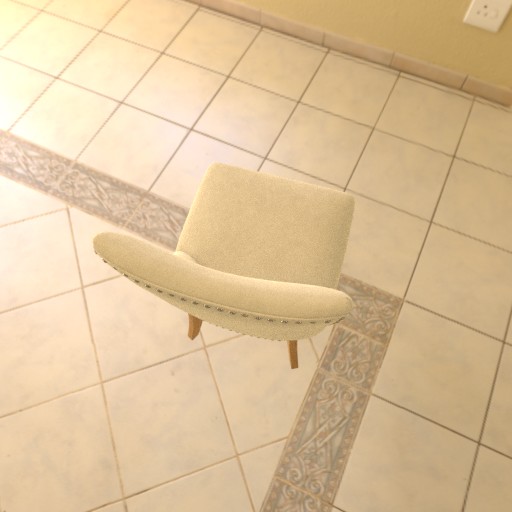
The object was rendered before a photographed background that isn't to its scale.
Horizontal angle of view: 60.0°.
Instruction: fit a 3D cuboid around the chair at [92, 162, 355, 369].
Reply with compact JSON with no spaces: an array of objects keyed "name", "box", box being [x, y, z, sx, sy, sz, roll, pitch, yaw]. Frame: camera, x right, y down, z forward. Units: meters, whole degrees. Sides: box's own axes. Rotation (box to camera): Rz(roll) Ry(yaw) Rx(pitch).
[{"name":"chair","box":[0.000,0.000,1.260,0.495,0.902,0.610,15,66,7]}]
